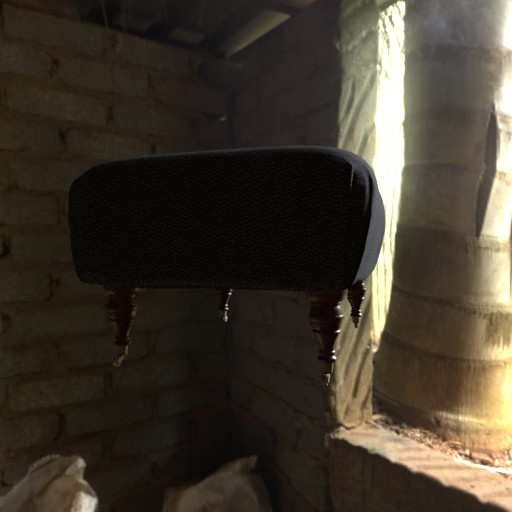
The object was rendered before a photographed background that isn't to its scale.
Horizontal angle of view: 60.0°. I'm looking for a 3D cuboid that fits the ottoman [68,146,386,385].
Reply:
[{"bbox_3d":[0.000,0.000,1.136,0.622,0.450,0.747,0,1,18],"label":"ottoman"}]
